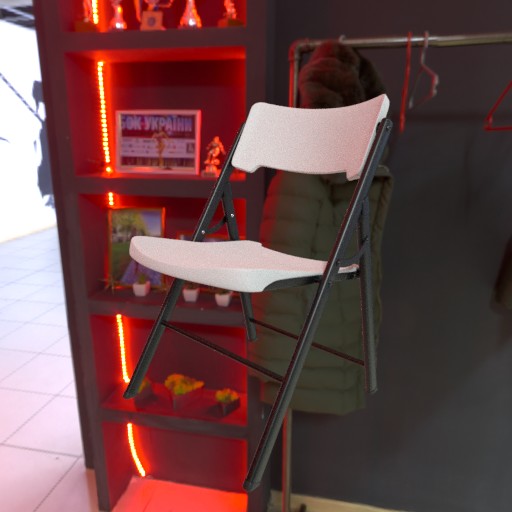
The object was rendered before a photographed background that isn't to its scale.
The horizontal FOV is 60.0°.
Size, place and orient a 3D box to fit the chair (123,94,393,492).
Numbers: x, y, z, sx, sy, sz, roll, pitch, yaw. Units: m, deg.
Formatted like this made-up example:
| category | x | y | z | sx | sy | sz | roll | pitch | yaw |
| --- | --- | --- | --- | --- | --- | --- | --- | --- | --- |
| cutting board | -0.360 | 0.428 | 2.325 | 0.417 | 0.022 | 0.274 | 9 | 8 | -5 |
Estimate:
| category | x | y | z | sx | sy | sz | roll | pitch | yaw |
| --- | --- | --- | --- | --- | --- | --- | --- | --- | --- |
| chair | 0.000 | 0.000 | 1.105 | 0.482 | 0.765 | 0.577 | 14 | 21 | 42 |
